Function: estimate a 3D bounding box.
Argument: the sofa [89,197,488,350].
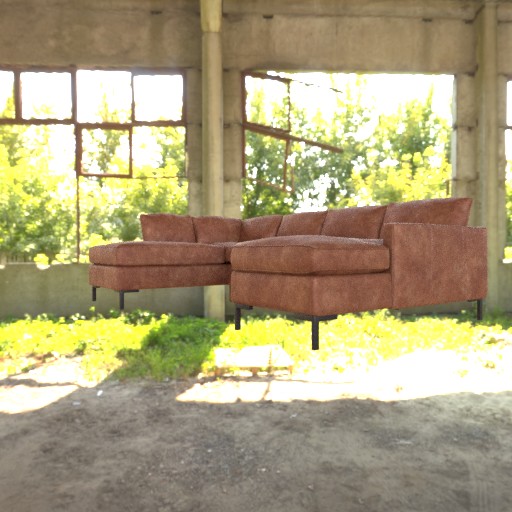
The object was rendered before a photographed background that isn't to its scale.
[{"bbox_3d":[0.000,0.000,3.743,1.939,0.900,2.956,0,1,-37],"label":"sofa"}]
